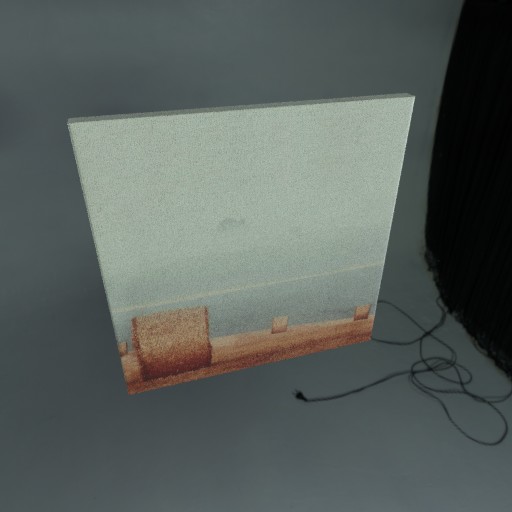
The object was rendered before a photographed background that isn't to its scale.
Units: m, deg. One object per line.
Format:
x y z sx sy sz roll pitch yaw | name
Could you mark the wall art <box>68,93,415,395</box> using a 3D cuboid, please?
0.000 0.000 1.153 0.760 0.760 0.042 -9 33 -14 | wall art
